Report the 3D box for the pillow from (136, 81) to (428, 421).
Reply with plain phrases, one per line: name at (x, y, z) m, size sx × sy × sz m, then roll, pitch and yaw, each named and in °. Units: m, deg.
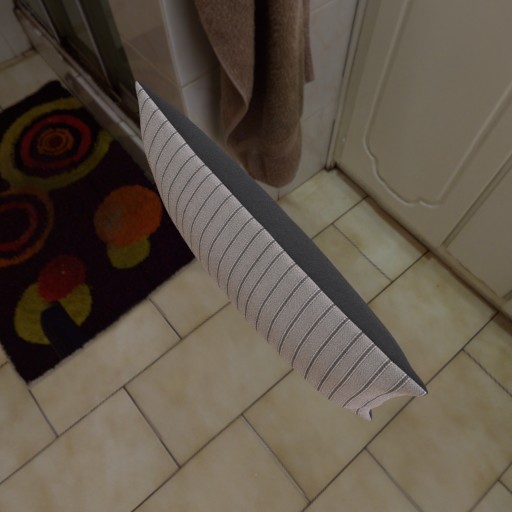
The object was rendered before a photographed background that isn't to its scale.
pillow at (0.000, 0.000, 0.719) m, size 0.151 × 0.305 × 0.609 m, roll -35°, pitch 69°, yaw -16°
